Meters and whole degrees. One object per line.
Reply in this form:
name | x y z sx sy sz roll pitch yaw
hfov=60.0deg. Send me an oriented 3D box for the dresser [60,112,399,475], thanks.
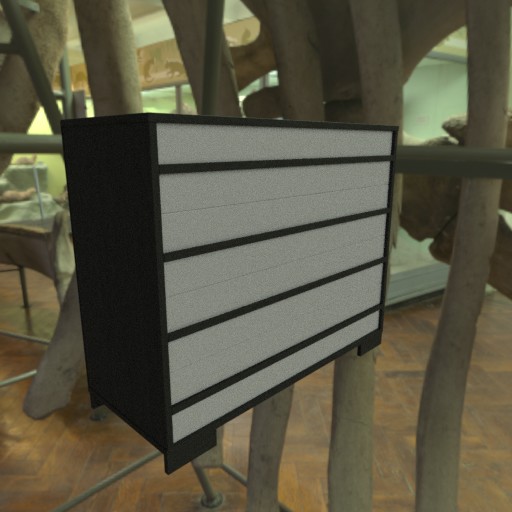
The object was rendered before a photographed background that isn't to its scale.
dresser | 0.000 0.000 1.420 0.404 0.816 0.994 14 20 43
